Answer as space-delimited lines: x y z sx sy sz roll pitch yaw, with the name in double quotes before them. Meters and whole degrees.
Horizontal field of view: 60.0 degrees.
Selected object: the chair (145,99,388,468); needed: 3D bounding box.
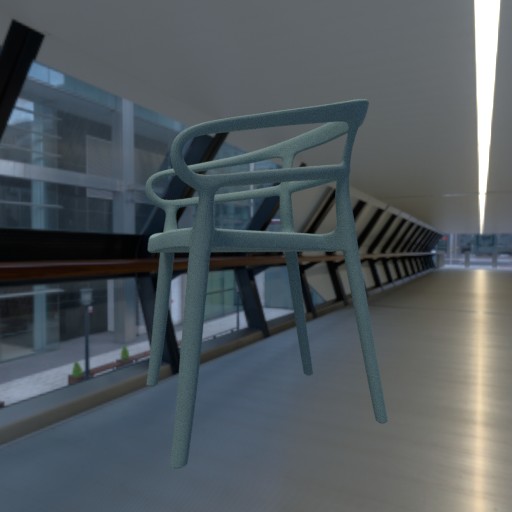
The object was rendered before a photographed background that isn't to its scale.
"chair" 0.000 0.000 1.117 0.527 0.761 0.559 -1 2 -19
